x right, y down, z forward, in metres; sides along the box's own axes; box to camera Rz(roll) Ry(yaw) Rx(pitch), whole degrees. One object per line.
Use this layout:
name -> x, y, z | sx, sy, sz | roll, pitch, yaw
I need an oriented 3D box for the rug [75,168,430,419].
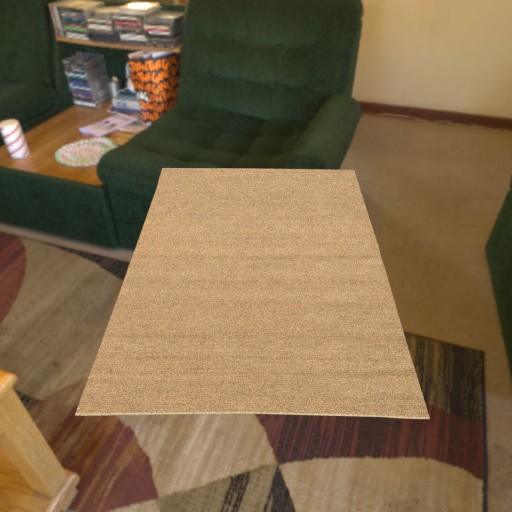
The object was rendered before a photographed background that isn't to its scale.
rug -> 0.000, 0.000, 2.876 | 1.624, 0.030, 2.264 | 1, 41, 1
